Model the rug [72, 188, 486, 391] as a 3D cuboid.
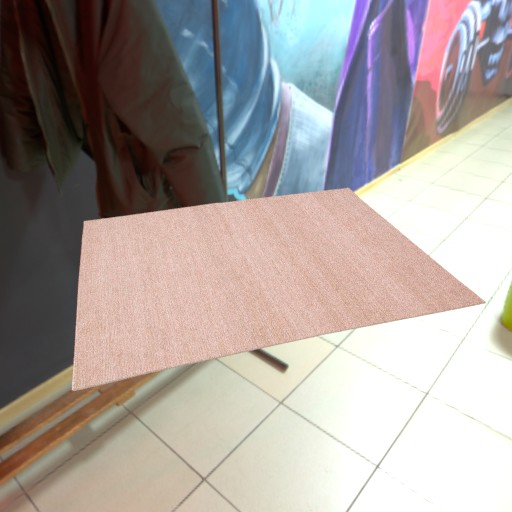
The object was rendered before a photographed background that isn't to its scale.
[{"bbox_3d":[0.000,0.000,4.211,3.202,0.045,2.434,-9,33,-14],"label":"rug"}]
